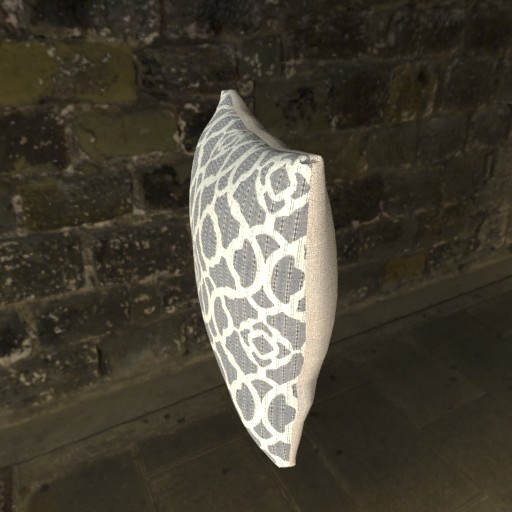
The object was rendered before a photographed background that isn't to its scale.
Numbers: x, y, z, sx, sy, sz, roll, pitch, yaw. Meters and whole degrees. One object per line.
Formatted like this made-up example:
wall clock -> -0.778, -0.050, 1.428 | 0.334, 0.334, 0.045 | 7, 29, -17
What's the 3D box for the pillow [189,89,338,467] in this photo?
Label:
pillow -> 0.000, 0.000, 0.789 | 0.215, 0.498, 0.508 | -6, 29, -12
